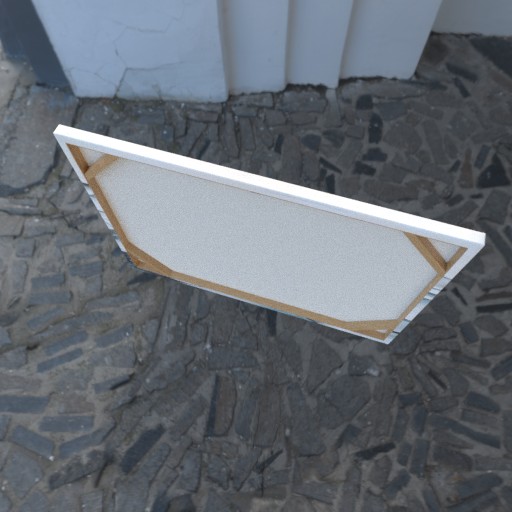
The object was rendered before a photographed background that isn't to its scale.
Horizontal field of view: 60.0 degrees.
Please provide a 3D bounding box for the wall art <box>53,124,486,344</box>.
[{"bbox_3d":[0.000,0.000,1.611,1.219,0.915,0.039,16,64,8],"label":"wall art"}]
